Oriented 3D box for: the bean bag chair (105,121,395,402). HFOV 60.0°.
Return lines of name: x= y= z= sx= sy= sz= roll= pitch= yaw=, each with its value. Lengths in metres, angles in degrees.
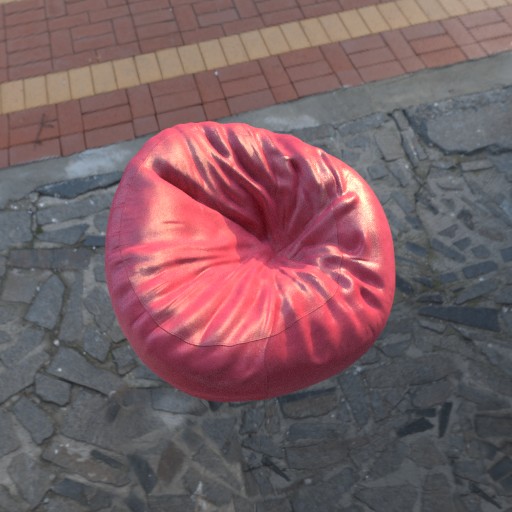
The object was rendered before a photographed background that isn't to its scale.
bean bag chair: x=0.000 y=0.000 z=2.441 sx=1.524 sy=0.878 sz=1.524 roll=0 pitch=65 yaw=0
